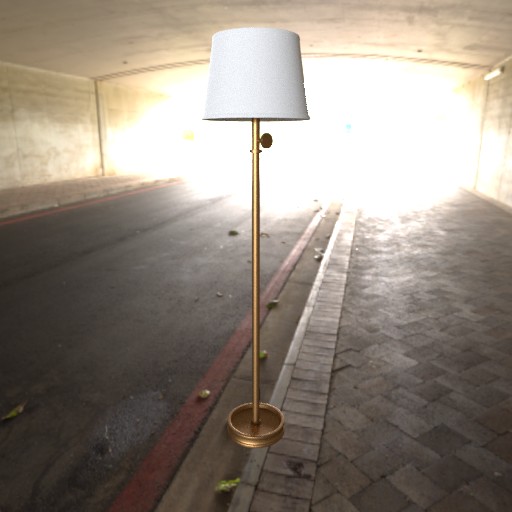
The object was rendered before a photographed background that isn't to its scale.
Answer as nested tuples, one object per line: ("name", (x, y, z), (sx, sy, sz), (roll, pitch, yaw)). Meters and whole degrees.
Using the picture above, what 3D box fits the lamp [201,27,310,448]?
("lamp", (0.000, 0.000, 0.788), (0.178, 0.710, 0.178), (0, 15, 0))
